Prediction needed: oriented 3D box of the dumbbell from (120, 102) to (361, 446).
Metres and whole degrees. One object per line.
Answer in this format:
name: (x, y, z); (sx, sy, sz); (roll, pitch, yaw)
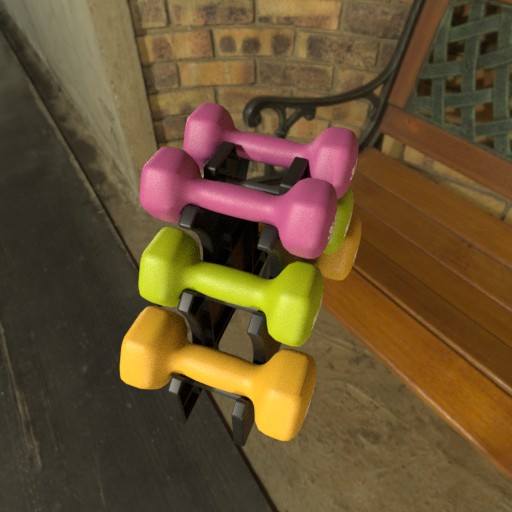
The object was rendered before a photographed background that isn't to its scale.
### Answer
dumbbell: (0.000, 0.000, 0.464); (0.190, 0.271, 0.300); (16, 49, 14)
